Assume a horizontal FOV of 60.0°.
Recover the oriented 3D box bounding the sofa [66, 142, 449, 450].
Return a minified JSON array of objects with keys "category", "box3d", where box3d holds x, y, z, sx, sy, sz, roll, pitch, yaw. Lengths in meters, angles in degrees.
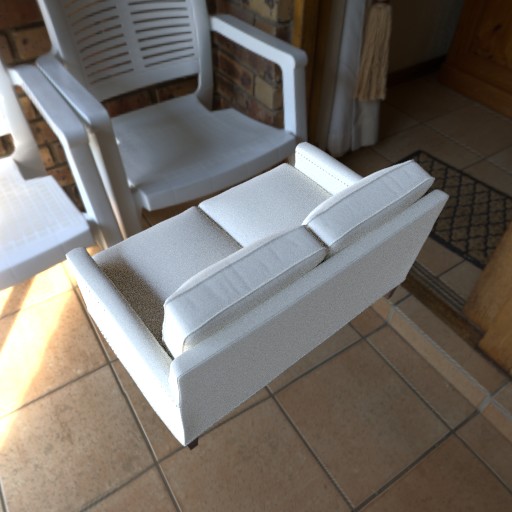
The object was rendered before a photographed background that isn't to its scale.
[{"category":"sofa","box3d":[0.000,0.000,2.292,1.597,1.003,1.084,-30,54,-26]}]
